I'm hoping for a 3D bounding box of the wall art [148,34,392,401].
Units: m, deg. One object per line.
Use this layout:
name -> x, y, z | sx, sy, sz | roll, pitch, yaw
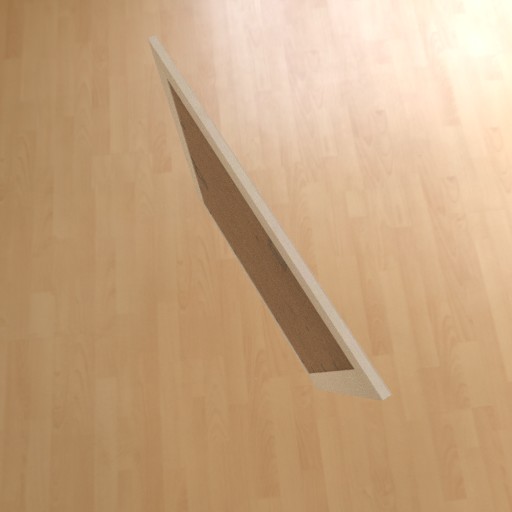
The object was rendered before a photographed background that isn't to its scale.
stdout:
wall art -> 0.000, 0.000, 0.860 | 0.013, 0.584, 0.584 | -30, 77, -8
